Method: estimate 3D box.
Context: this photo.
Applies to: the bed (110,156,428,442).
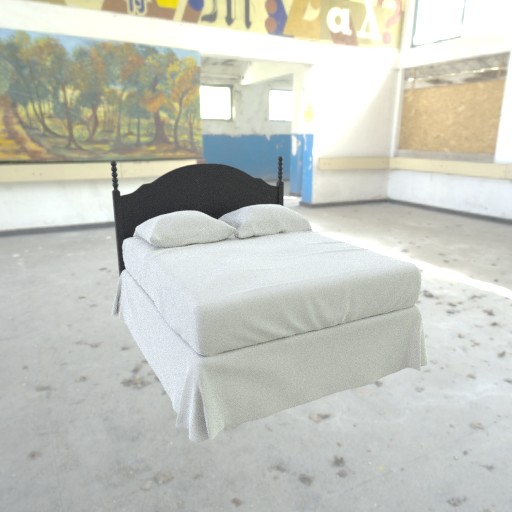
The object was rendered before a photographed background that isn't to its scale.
[{"bbox_3d":[0.000,0.000,3.342,1.873,1.356,2.040,-8,17,-27],"label":"bed"}]
